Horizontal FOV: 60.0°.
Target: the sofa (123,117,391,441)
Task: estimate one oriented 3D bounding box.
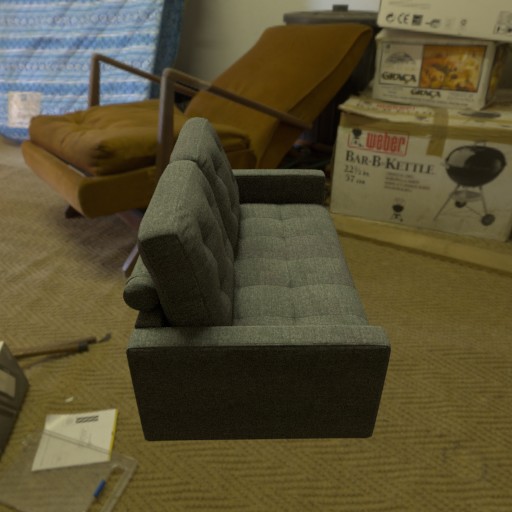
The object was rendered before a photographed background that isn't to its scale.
[{"bbox_3d":[0.000,0.000,1.936,0.842,0.907,1.407,-1,32,-1],"label":"sofa"}]
